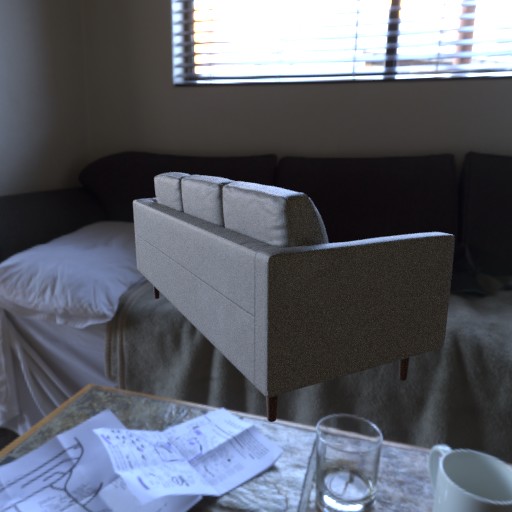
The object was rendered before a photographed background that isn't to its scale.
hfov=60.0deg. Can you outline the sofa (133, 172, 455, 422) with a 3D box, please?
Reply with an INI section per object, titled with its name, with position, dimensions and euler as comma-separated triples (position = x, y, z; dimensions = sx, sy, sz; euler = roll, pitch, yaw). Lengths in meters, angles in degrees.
[sofa]
position = 0.000, 0.000, 2.556
dimensions = 0.944, 0.918, 1.983
euler = -7, 15, -27
